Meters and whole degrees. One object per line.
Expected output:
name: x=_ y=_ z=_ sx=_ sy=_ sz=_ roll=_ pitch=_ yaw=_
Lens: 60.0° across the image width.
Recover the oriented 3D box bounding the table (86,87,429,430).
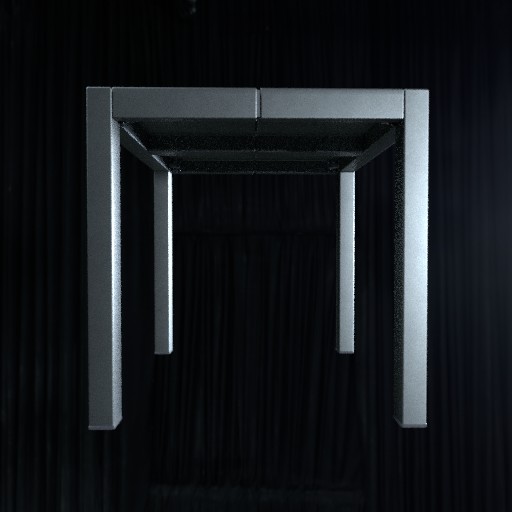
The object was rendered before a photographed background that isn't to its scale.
table: x=0.000 y=0.000 z=0.912 sx=0.508 sy=0.508 sz=0.508 roll=0 pitch=1 yaw=-1
